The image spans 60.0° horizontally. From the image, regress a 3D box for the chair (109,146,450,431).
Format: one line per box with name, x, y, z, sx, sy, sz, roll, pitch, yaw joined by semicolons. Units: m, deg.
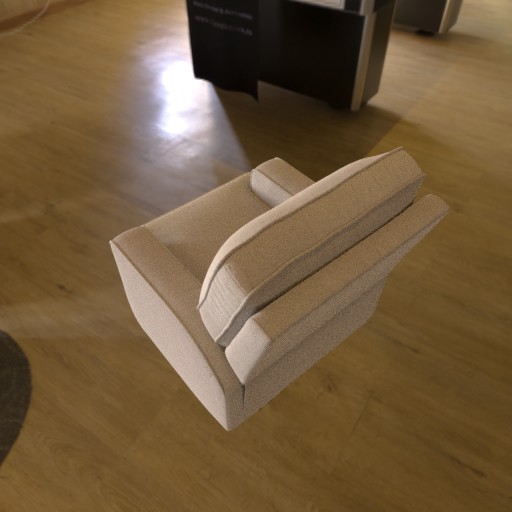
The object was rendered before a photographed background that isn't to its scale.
chair;0.000;0.000;1.693;0.861;0.964;0.969;-32;54;-26
